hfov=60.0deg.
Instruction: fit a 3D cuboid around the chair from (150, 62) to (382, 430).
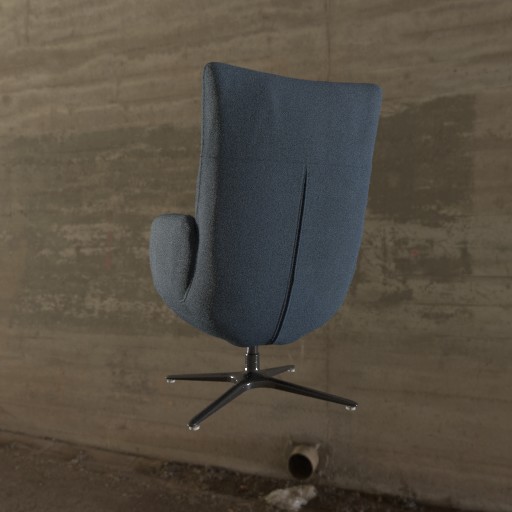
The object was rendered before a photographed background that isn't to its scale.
[{"bbox_3d":[0.000,0.000,1.591,0.711,1.016,0.889,0,0,-18],"label":"chair"}]
